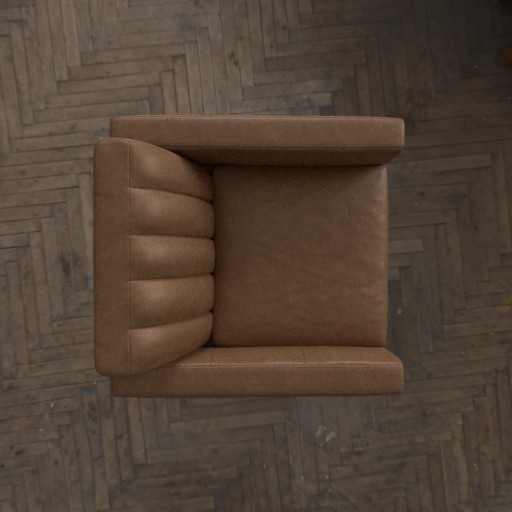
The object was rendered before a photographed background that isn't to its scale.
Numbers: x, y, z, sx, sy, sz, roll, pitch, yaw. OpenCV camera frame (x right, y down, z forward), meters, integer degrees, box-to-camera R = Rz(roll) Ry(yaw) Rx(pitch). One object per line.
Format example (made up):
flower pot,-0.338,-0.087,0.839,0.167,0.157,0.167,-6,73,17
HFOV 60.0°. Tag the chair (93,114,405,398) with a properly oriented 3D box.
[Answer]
chair,0.000,0.000,1.669,0.998,0.819,0.953,0,91,-2
